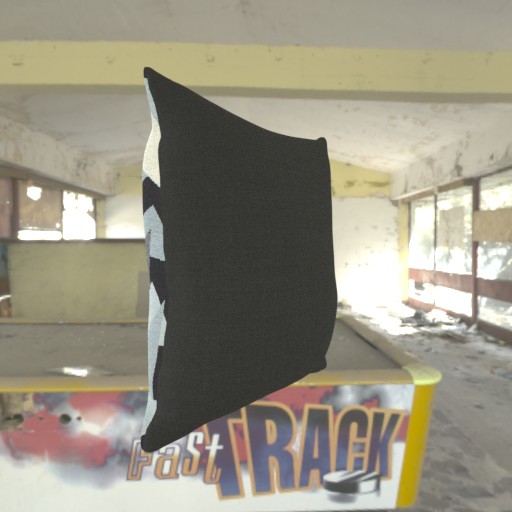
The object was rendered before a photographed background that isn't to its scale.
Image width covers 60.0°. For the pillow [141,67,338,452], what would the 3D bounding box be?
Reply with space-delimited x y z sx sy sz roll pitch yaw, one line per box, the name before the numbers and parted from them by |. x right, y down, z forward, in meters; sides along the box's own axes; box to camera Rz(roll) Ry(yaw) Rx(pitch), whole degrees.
pillow | 0.000 0.000 0.762 0.208 0.496 0.503 1 1 36
